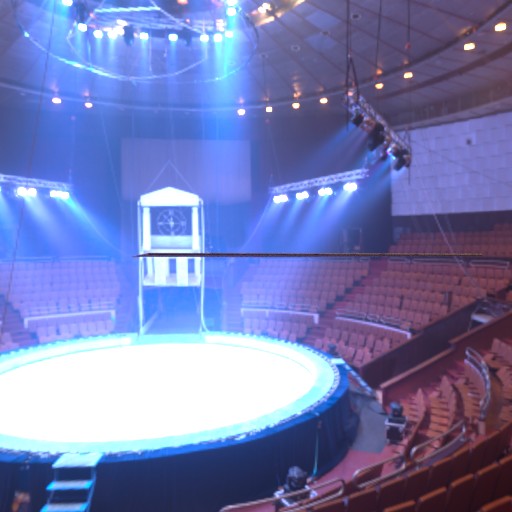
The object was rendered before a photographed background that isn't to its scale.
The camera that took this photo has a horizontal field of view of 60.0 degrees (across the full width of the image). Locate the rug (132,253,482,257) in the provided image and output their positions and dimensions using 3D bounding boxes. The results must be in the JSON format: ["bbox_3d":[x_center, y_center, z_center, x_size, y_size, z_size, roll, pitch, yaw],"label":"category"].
[{"bbox_3d":[0.000,0.000,2.921,1.522,0.008,2.284,0,0,-17],"label":"rug"}]
